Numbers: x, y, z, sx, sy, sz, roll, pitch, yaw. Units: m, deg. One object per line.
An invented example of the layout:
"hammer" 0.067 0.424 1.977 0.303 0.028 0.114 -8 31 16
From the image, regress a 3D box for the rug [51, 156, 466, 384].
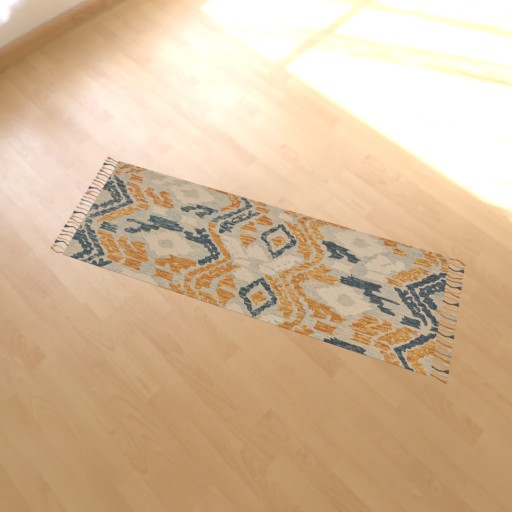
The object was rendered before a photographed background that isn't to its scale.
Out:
"rug" 0.000 0.000 2.709 2.437 0.010 0.783 17 65 8
